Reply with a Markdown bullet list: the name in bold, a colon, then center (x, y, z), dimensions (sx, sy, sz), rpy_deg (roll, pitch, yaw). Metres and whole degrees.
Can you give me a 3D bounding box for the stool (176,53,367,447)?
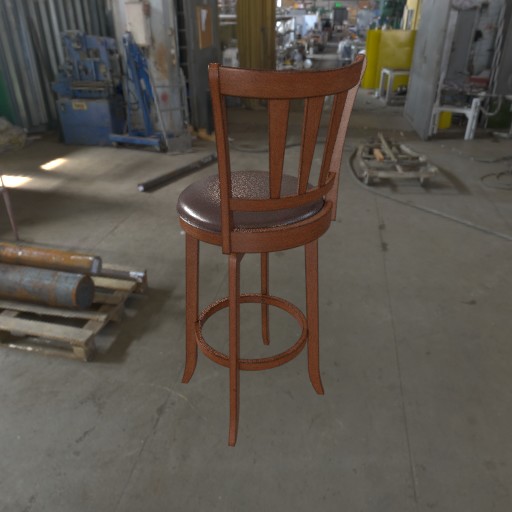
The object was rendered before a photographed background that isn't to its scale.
- **stool**: center (0.000, 0.000, 1.412), dimensions (0.464, 1.177, 0.503), rpy_deg (-18, 34, -30)
